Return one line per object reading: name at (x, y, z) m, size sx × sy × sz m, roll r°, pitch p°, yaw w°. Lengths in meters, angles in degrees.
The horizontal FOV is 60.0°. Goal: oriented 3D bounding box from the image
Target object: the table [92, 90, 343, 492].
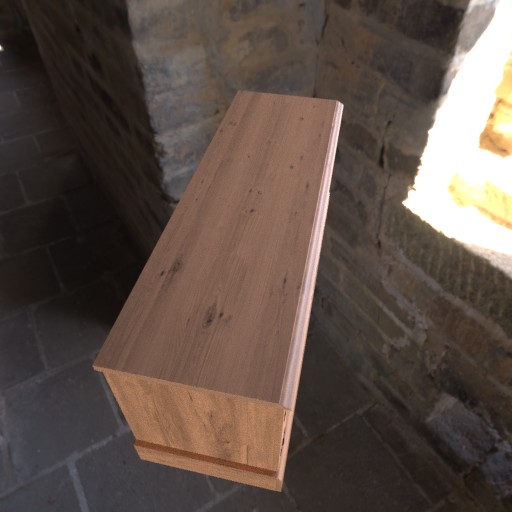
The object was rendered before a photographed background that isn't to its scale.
table at (0.000, 0.000, 1.435) m, size 0.400 × 0.510 × 1.200 m, roll 9°, pitch 47°, yaw 8°
